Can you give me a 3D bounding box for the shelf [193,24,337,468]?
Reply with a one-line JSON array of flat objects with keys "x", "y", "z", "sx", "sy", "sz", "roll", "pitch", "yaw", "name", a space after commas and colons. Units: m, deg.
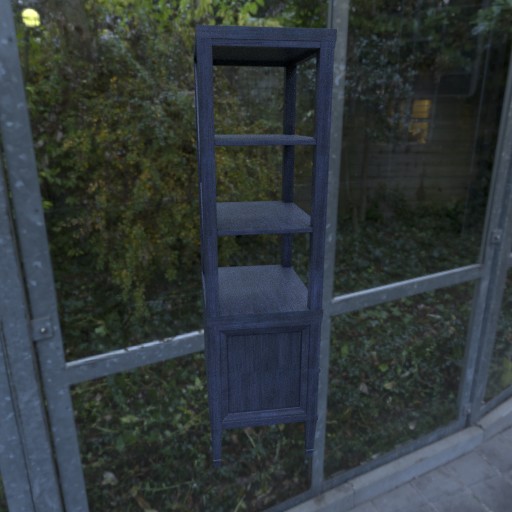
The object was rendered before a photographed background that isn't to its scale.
[{"x": 0.000, "y": 0.000, "z": 1.963, "sx": 0.472, "sy": 1.727, "sz": 0.584, "roll": -3, "pitch": 17, "yaw": -8, "name": "shelf"}]
